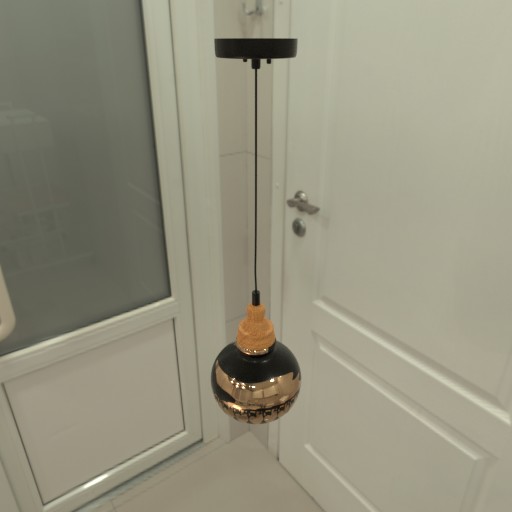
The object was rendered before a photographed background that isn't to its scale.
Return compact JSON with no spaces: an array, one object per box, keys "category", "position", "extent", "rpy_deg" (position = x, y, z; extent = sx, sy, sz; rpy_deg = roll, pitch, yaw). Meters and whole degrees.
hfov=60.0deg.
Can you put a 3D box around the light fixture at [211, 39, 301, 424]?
[{"category":"light fixture","position":[0.000,0.000,1.824],"extent":[0.430,1.606,0.430],"rpy_deg":[-18,32,-32]}]
